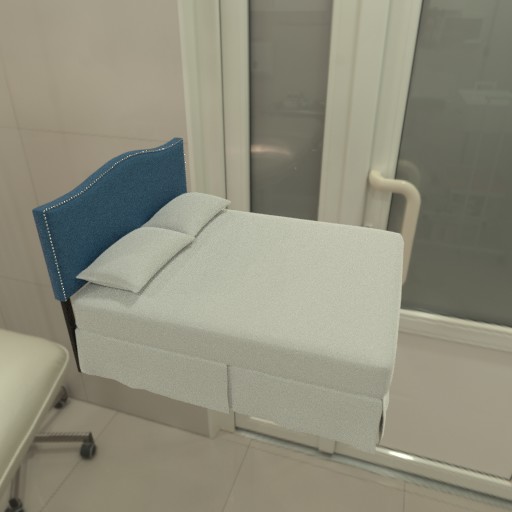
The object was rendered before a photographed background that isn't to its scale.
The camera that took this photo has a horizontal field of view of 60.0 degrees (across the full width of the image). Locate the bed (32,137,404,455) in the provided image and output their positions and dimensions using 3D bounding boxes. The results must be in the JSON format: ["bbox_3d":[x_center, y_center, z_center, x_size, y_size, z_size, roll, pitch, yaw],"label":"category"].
[{"bbox_3d":[0.000,0.000,2.881,1.872,1.169,1.610,9,30,16],"label":"bed"}]
